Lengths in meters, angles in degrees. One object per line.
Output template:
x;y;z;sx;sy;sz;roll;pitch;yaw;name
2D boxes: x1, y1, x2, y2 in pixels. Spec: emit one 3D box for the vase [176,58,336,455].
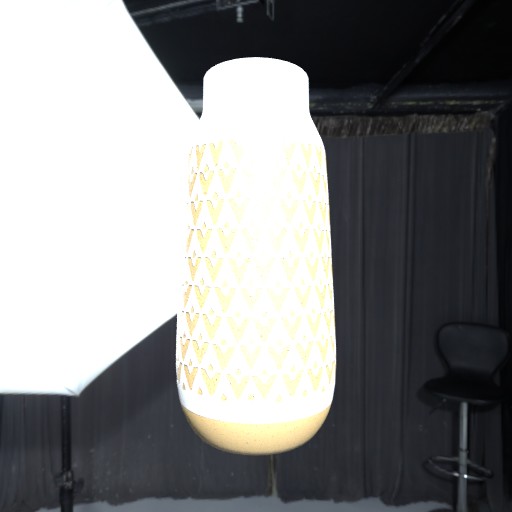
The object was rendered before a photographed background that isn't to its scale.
0.000;0.000;0.386;0.137;0.307;0.137;0;1;0;vase
